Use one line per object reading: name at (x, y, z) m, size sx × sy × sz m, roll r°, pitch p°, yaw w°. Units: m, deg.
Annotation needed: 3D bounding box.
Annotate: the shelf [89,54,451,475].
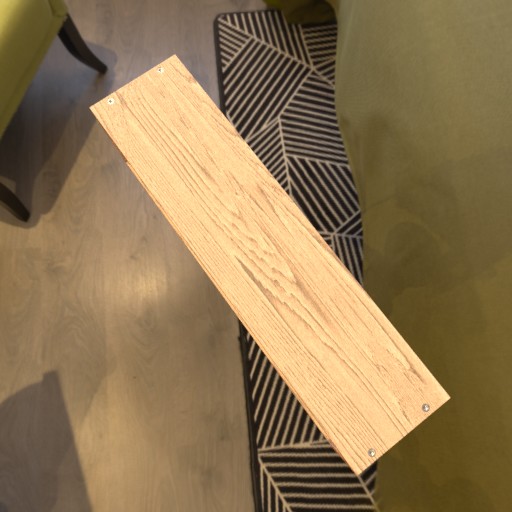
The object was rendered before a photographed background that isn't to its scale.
shelf at (0.000, 0.000, 0.678) m, size 0.150 × 0.170 × 0.610 m, roll -36°, pitch 79°, yaw -8°
